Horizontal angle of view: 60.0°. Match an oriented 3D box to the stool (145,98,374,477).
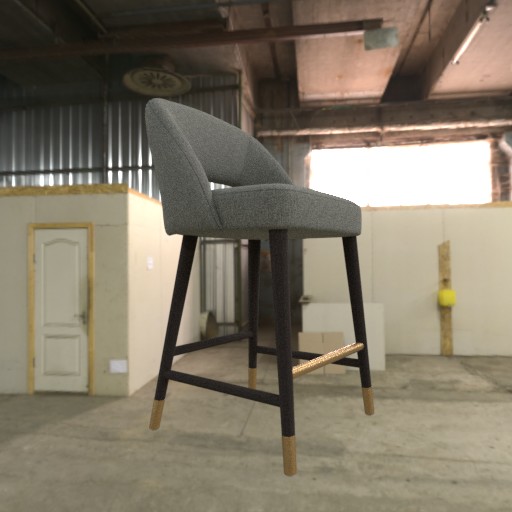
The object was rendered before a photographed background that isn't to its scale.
[{"bbox_3d":[0.000,0.000,1.258,0.524,0.925,0.536,0,0,36],"label":"stool"}]
